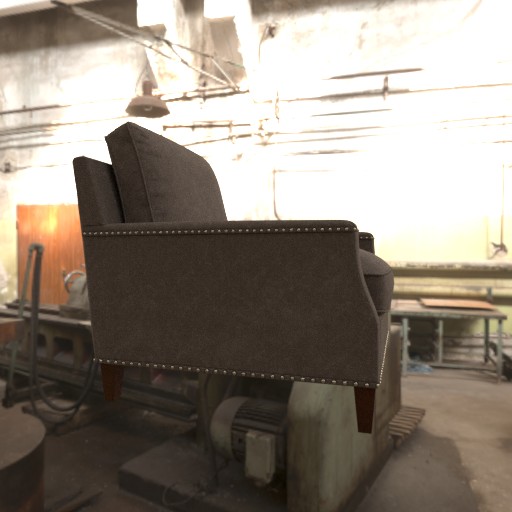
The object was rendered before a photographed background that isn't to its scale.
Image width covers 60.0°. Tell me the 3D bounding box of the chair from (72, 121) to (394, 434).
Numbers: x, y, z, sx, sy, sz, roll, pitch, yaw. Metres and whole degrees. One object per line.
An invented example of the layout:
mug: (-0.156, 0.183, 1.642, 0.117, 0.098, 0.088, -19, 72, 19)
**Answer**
chair: (0.000, 0.000, 1.709, 1.014, 0.948, 0.853, 0, 0, 18)
